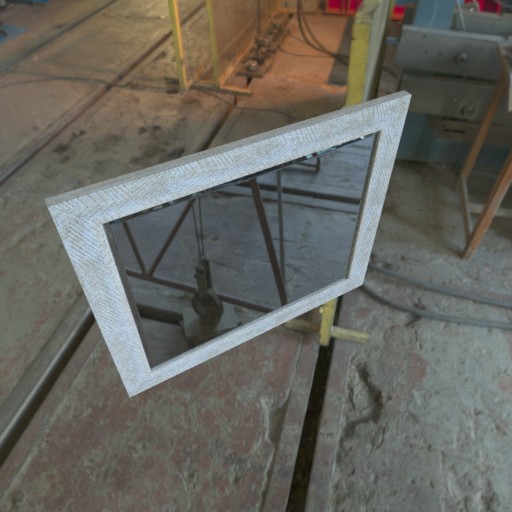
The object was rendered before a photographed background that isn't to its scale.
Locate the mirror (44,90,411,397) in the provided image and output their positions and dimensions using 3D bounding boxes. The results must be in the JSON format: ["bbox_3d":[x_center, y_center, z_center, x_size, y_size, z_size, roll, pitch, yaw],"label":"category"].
[{"bbox_3d":[0.000,0.000,1.156,0.839,0.689,0.028,-22,50,-21],"label":"mirror"}]
